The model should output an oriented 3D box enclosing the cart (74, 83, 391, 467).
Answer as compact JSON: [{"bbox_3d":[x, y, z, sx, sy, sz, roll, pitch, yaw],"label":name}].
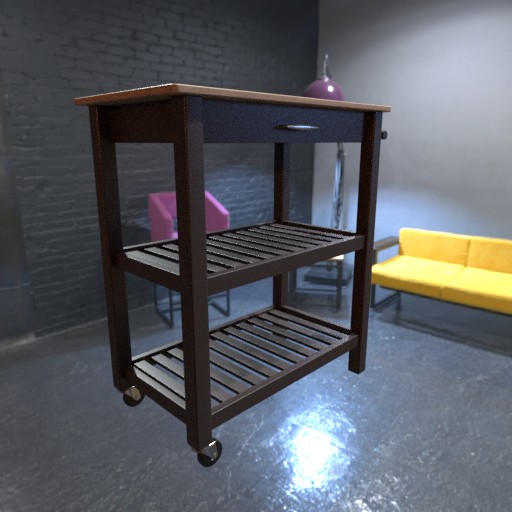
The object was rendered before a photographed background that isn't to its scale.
[{"bbox_3d":[0.000,0.000,1.423,0.899,0.927,0.457,-14,20,-43],"label":"cart"}]
